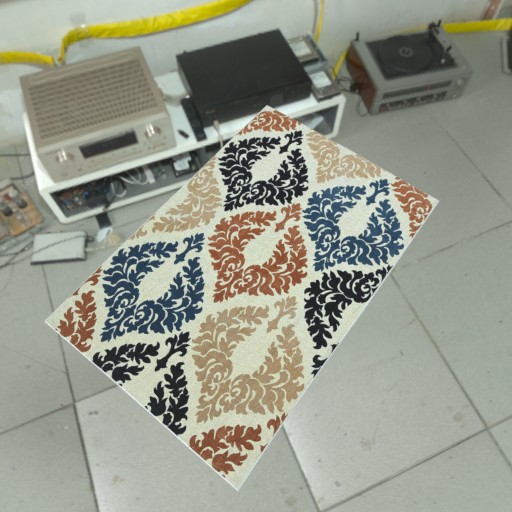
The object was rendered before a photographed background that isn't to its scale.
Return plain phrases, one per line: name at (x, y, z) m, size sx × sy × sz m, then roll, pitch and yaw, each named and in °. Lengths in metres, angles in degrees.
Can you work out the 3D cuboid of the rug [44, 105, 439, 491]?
rug at (0.000, 0.000, 2.901) m, size 1.514 × 0.014 × 2.275 m, roll 34°, pitch 67°, yaw 16°
